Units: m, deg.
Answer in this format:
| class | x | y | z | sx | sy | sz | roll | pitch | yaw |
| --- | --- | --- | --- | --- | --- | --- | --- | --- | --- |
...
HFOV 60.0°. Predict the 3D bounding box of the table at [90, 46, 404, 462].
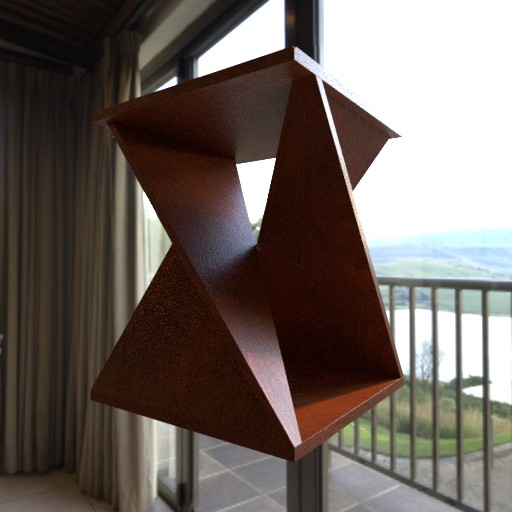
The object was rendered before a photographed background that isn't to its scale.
| class | x | y | z | sx | sy | sz | roll | pitch | yaw |
| --- | --- | --- | --- | --- | --- | --- | --- | --- | --- |
| table | 0.000 | 0.000 | 0.849 | 0.427 | 0.520 | 0.427 | -1 | -1 | 36 |
